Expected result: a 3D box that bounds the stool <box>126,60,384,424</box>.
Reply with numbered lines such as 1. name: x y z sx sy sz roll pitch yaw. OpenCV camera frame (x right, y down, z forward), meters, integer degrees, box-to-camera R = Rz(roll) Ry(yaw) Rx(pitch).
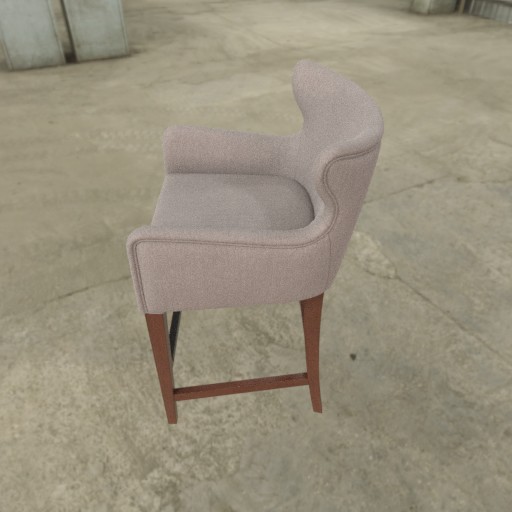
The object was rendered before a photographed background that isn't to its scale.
1. stool: 0.000 0.000 1.311 0.575 0.951 0.575 -1 40 -1
